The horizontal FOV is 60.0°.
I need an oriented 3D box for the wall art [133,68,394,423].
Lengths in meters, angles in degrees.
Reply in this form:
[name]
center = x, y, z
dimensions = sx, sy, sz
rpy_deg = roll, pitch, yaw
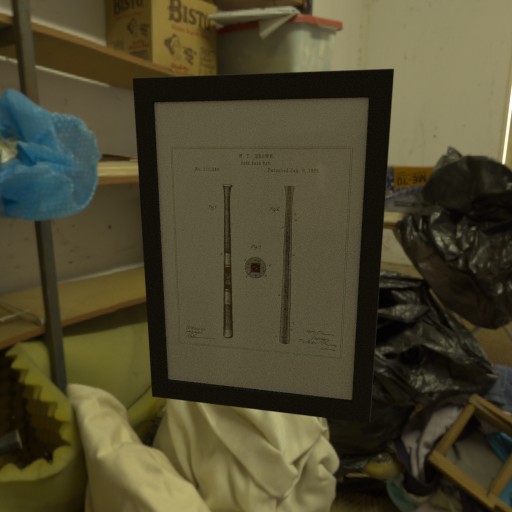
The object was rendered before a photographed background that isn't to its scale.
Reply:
[wall art]
center = 0.000, 0.000, 0.688
dimensions = 0.374, 0.529, 0.012
rpy_deg = 3, 14, 12
